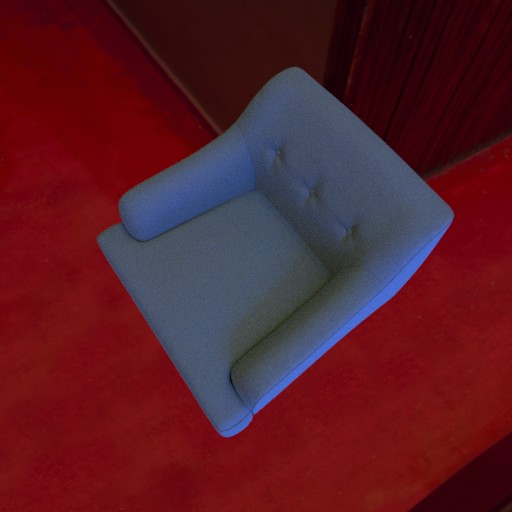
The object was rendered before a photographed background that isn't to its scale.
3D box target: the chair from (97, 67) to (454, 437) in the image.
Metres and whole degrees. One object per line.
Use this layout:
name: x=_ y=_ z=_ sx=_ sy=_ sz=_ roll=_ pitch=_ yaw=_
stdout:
chair: x=0.000 y=0.000 z=1.711 sx=0.951 sy=0.818 sz=0.946 roll=-33 pitch=68 yaw=-15
